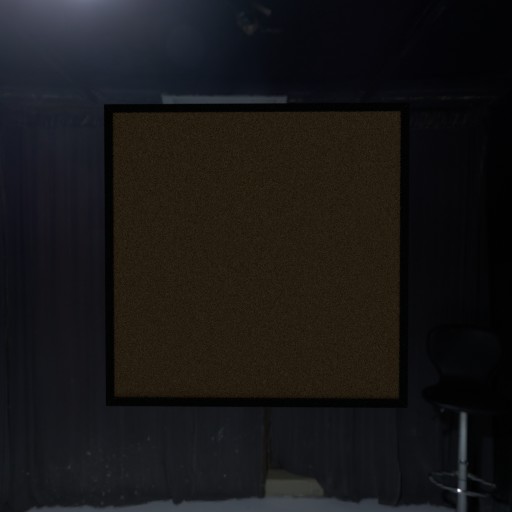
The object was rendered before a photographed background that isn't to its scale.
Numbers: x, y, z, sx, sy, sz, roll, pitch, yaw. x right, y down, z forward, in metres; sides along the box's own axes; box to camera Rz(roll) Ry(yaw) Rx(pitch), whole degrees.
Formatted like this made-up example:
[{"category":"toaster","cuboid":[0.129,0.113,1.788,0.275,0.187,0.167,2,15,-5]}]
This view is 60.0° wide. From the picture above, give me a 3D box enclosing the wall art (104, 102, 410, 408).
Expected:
[{"category":"wall art","cuboid":[0.000,0.000,1.129,0.761,0.761,0.037,0,1,1]}]
